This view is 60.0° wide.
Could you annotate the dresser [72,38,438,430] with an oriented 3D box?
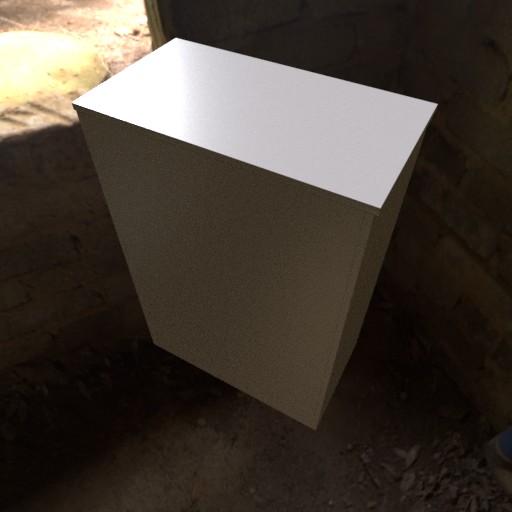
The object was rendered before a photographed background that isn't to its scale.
[{"bbox_3d":[0.000,0.000,1.356,0.704,1.021,0.401,23,52,19],"label":"dresser"}]
